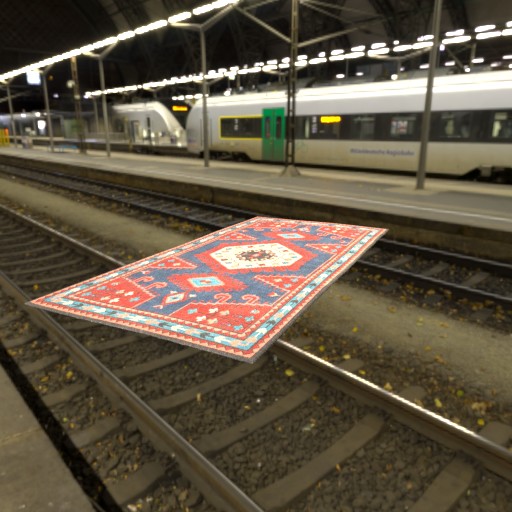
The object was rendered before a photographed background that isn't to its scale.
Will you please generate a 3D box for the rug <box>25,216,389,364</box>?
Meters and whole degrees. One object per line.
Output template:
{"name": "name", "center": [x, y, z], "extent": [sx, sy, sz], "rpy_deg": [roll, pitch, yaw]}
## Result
{"name": "rug", "center": [0.000, 0.000, 3.578], "extent": [1.522, 0.034, 3.032], "rpy_deg": [8, 18, 26]}
